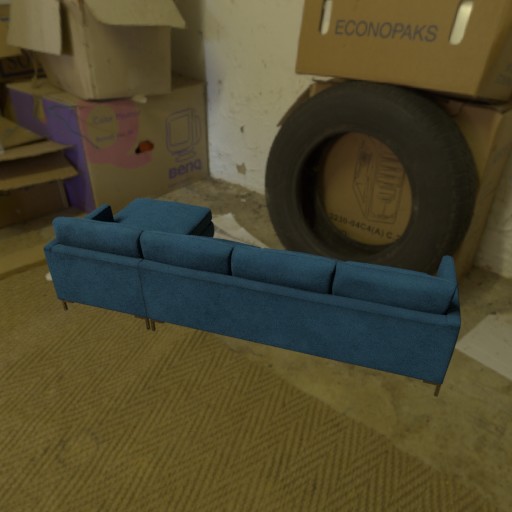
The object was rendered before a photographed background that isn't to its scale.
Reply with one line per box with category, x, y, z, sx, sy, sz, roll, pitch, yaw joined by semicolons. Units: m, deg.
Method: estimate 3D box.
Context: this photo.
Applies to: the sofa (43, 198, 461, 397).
sofa;0.000;0.000;3.523;2.932;0.810;1.350;10;33;15
